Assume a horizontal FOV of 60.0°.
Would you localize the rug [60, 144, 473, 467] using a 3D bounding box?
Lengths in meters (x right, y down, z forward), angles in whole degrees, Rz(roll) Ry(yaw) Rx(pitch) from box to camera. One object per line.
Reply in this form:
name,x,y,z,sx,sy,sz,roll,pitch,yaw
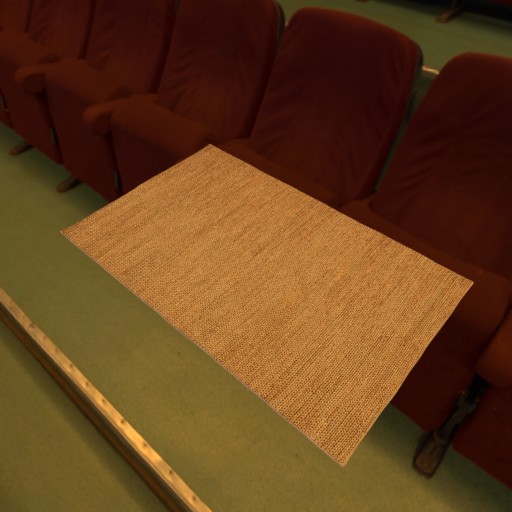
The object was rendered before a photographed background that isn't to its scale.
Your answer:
rug,0.000,0.000,3.042,2.438,0.034,1.521,33,55,27
